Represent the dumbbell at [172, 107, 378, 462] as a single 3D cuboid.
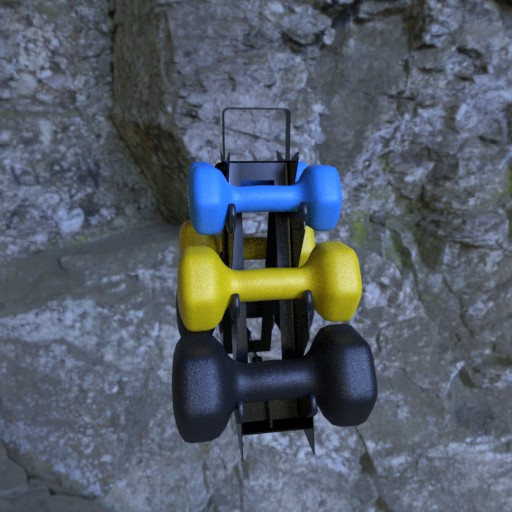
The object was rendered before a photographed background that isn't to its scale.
[{"bbox_3d":[0.000,0.000,0.672,0.255,0.426,0.409,-2,14,-9],"label":"dumbbell"}]
